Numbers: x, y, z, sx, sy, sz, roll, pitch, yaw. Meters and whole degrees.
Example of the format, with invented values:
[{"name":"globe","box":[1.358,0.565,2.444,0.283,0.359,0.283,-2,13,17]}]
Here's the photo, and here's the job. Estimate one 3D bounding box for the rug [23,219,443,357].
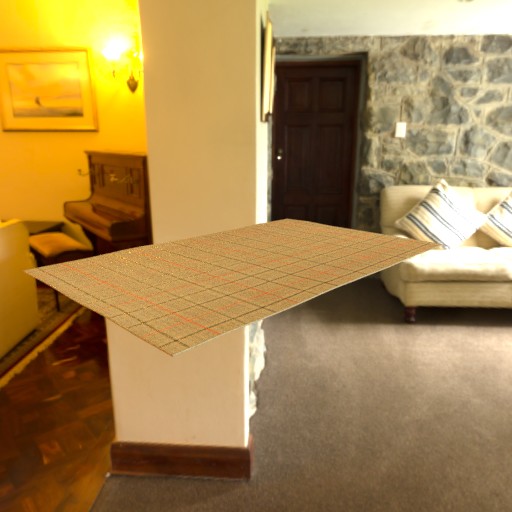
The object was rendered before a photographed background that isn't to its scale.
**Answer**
[{"name":"rug","box":[0.000,0.000,2.983,1.524,0.015,2.439,14,21,42]}]
